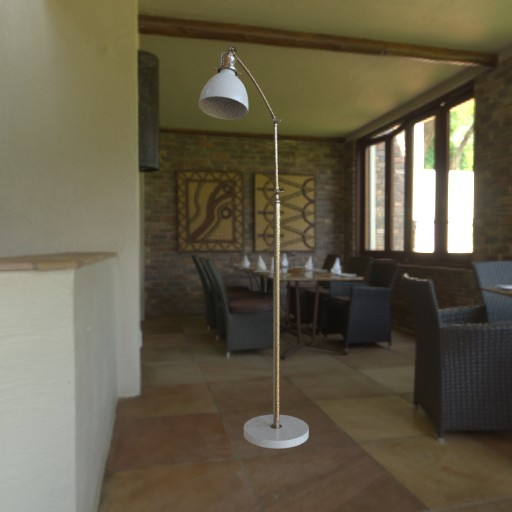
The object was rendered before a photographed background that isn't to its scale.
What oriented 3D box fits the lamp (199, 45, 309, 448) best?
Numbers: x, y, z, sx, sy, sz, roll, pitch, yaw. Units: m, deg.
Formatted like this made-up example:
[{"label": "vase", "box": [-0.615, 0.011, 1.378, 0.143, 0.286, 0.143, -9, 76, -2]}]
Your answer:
[{"label": "lamp", "box": [0.000, 0.000, 1.824, 0.288, 1.586, 0.599, 1, 2, 35]}]
